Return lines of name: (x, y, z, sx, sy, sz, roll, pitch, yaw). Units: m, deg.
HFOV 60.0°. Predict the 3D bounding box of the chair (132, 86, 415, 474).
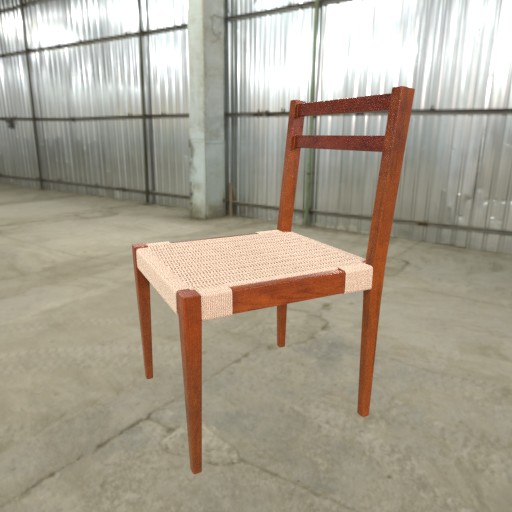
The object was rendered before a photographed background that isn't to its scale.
chair: (0.000, 0.000, 1.212, 0.569, 0.851, 0.495, -8, 17, -25)
